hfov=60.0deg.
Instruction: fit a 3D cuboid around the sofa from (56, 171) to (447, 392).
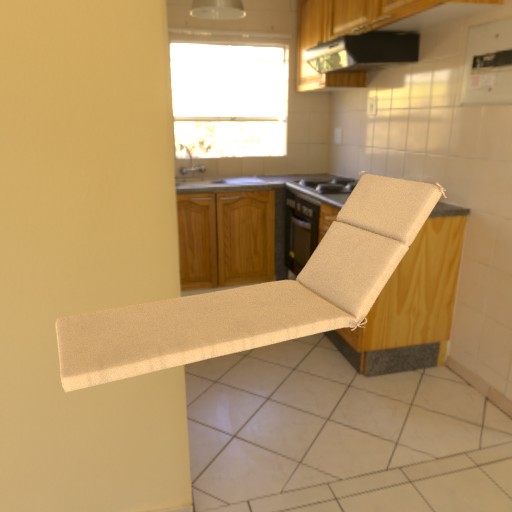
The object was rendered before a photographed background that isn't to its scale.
[{"bbox_3d":[0.000,0.000,1.946,1.663,0.622,0.582,-8,19,-24],"label":"sofa"}]
